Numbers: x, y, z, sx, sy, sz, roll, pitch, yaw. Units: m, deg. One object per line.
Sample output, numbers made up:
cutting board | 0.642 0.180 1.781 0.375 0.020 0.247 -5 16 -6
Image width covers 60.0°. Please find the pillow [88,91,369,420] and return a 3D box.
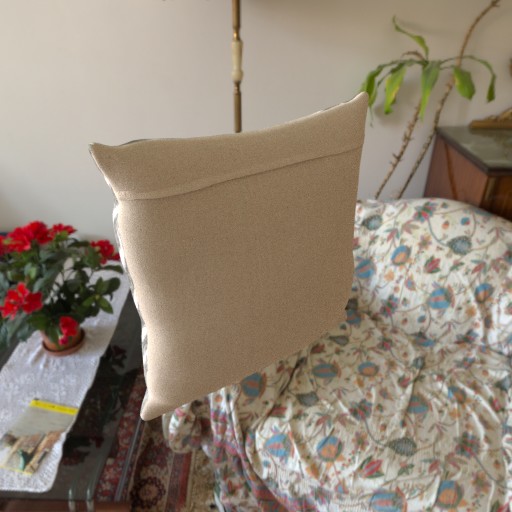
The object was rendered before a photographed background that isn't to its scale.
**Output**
pillow | 0.000 0.000 0.684 0.440 0.441 0.182 -20 36 -30
